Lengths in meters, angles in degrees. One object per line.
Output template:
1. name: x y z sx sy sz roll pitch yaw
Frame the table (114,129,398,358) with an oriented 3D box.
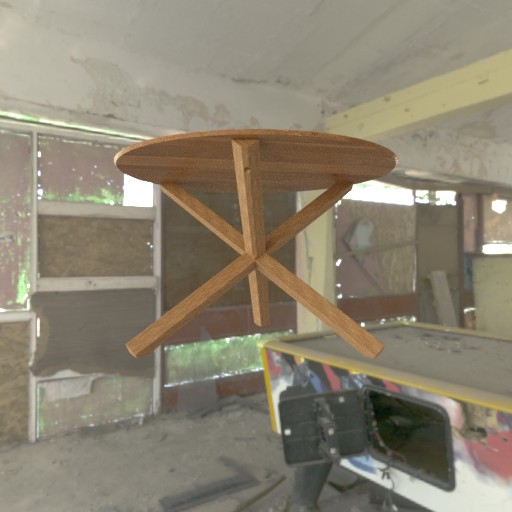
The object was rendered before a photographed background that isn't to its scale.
1. table: 0.000 0.000 1.695 1.038 0.666 1.038 0 -1 0
